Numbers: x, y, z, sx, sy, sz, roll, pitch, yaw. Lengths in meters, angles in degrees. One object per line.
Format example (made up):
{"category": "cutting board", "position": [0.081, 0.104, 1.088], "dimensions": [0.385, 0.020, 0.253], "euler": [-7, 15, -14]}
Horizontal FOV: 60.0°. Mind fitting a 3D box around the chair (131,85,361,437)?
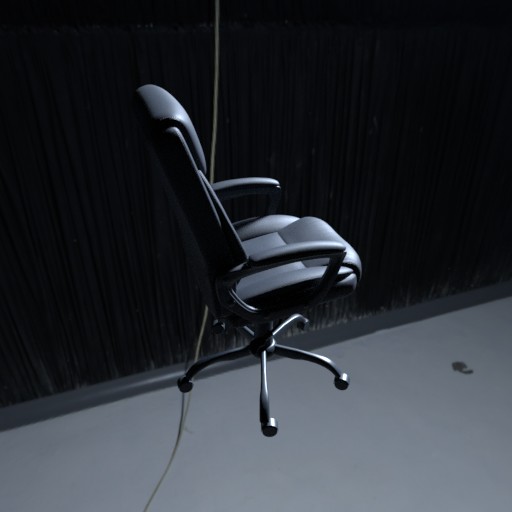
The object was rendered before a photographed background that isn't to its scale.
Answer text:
{"category": "chair", "position": [0.000, 0.000, 1.490], "dimensions": [0.655, 1.072, 0.615], "euler": [-10, 32, -16]}
